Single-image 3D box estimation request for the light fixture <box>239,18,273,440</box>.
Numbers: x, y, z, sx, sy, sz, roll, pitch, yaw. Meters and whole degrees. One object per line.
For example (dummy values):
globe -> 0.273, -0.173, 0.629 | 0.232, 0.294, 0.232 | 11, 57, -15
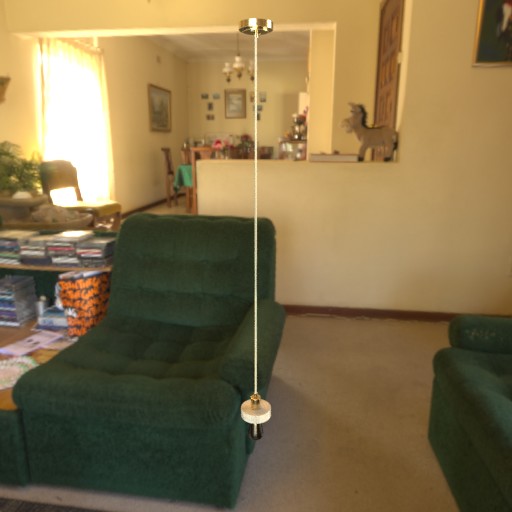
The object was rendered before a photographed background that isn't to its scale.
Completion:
light fixture -> 0.000, 0.000, 1.748 | 0.129, 1.669, 0.129 | -2, 15, -8
